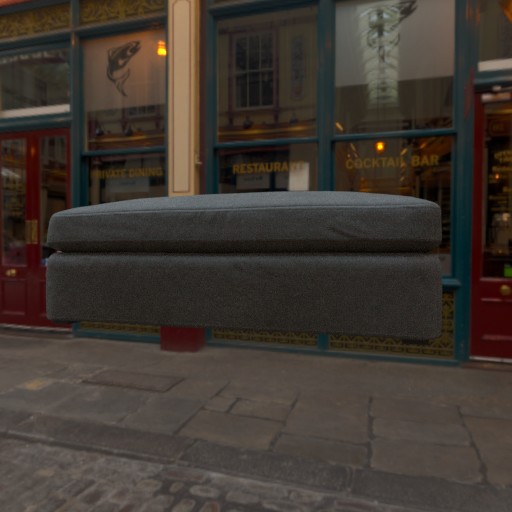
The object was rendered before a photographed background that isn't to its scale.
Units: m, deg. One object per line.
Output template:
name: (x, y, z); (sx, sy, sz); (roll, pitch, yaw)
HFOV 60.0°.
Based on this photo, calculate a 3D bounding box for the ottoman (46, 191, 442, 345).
ottoman: (0.000, 0.000, 1.624); (1.199, 0.429, 0.840); (0, 1, 17)
